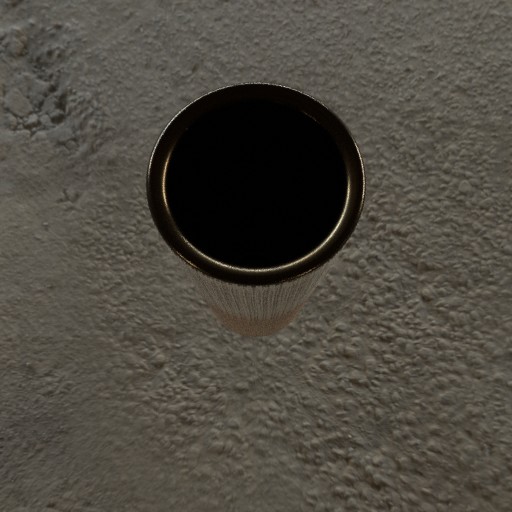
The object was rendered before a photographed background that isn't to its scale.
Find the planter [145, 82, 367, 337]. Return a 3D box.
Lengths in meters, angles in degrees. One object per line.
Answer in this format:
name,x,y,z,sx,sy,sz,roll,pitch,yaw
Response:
planter,0.000,0.000,0.330,0.099,0.278,0.099,-34,78,-8
